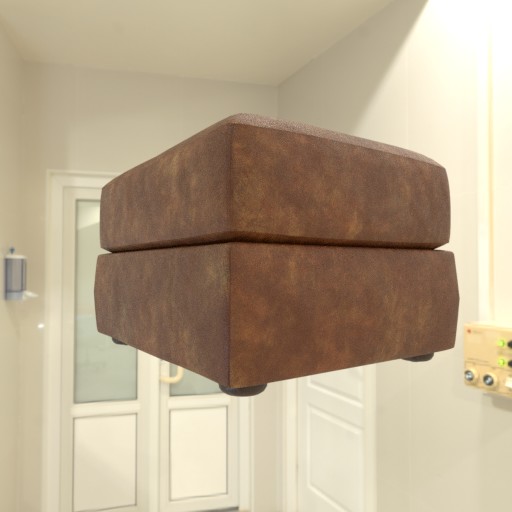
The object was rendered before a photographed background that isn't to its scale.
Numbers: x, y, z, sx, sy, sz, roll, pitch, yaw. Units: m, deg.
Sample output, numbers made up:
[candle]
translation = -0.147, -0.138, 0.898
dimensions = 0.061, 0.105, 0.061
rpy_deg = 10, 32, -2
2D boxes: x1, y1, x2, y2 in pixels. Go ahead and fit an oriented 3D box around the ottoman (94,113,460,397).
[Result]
[ottoman]
translation = 0.000, 0.000, 1.106
dimensions = 0.603, 0.476, 0.751
rpy_deg = 1, -2, -35
